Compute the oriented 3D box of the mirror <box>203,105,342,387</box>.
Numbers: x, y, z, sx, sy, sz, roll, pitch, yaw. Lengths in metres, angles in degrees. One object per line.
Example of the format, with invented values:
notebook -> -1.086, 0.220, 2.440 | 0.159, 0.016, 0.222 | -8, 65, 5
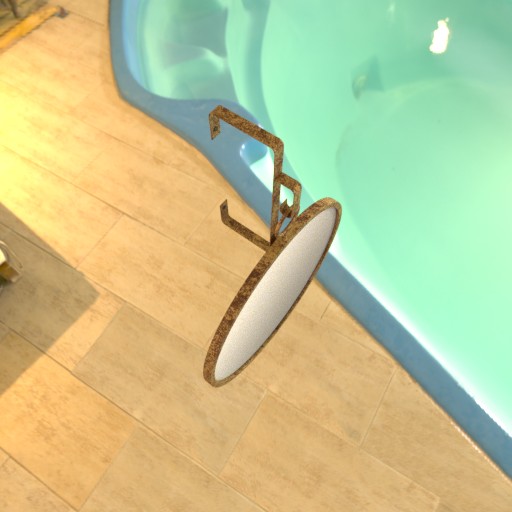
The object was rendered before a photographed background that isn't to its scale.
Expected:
mirror -> 0.000, 0.000, 0.844 | 0.144, 0.651, 0.447 | 34, 66, 17
